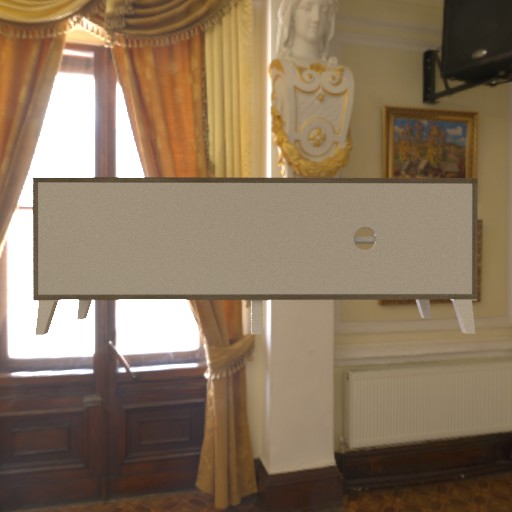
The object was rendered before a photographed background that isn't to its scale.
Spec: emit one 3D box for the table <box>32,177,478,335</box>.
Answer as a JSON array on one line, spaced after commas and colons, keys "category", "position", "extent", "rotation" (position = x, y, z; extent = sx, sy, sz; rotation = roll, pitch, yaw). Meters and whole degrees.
[{"category": "table", "position": [0.000, 0.000, 1.694], "extent": [1.500, 0.530, 0.400], "rotation": [0, 0, -1]}]
